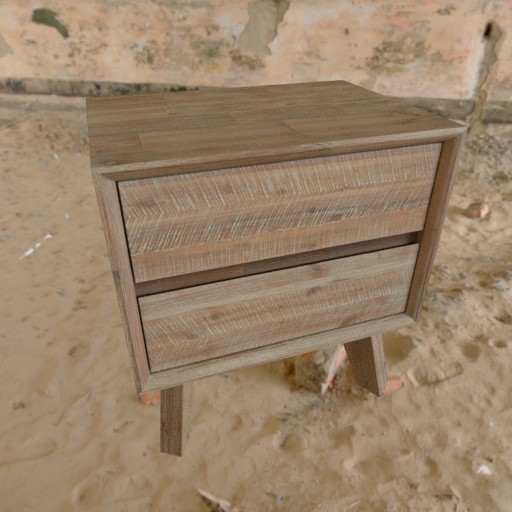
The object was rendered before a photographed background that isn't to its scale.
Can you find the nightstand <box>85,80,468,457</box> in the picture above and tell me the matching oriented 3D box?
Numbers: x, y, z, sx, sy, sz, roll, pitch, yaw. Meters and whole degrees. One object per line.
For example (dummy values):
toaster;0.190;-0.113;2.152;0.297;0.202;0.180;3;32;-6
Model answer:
nightstand;0.000;0.000;0.918;0.552;0.589;0.396;-10;33;-16
